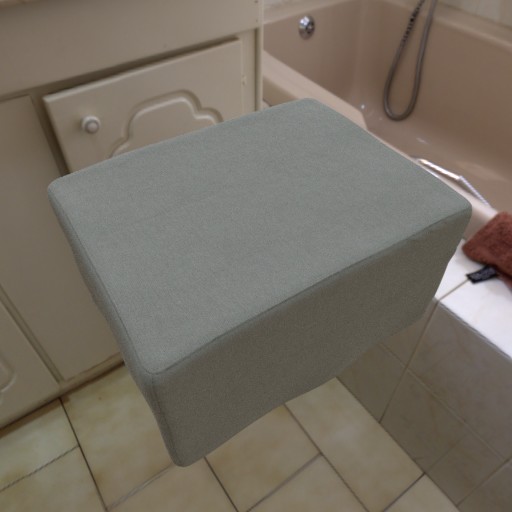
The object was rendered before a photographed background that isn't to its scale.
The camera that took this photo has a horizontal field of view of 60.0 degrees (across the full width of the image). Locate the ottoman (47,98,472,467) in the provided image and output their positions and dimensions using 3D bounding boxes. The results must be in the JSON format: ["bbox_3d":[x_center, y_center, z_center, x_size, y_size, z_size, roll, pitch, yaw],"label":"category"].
[{"bbox_3d":[0.000,0.000,1.201,0.833,0.461,0.648,-25,52,-22],"label":"ottoman"}]
